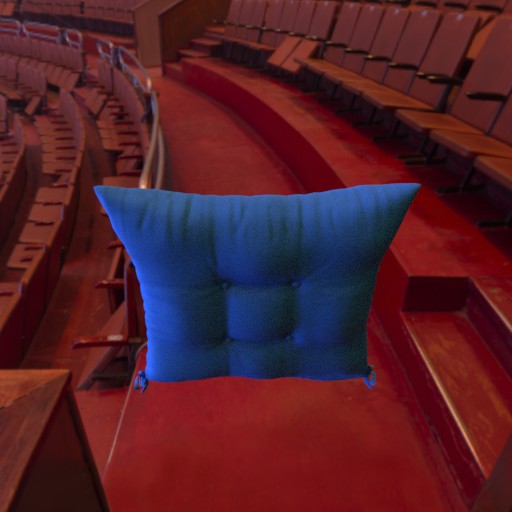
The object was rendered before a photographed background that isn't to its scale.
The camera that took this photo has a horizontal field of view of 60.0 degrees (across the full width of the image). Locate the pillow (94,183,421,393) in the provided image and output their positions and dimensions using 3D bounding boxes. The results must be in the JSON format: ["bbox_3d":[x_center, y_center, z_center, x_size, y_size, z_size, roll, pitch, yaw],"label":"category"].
[{"bbox_3d":[0.000,0.000,1.022,0.541,0.536,0.585,-1,30,-1],"label":"pillow"}]
